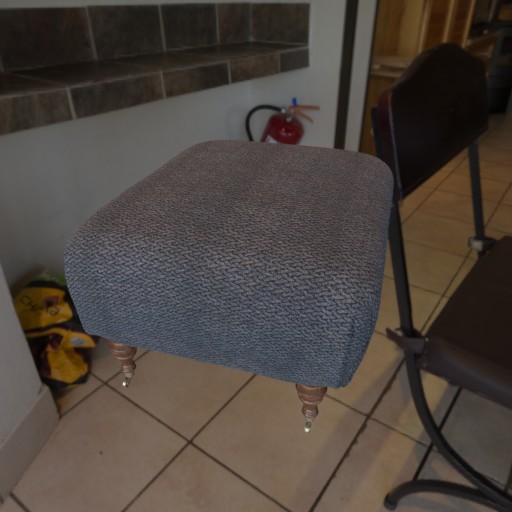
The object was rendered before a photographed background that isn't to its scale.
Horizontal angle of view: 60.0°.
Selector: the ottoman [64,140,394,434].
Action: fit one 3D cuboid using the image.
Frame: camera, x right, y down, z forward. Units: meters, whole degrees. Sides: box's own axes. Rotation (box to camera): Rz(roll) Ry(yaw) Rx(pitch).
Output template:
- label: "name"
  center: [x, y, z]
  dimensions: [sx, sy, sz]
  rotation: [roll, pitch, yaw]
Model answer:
- label: "ottoman"
  center: [0.000, 0.000, 1.131]
  dimensions: [0.622, 0.450, 0.747]
  rotation: [9, 32, 15]
